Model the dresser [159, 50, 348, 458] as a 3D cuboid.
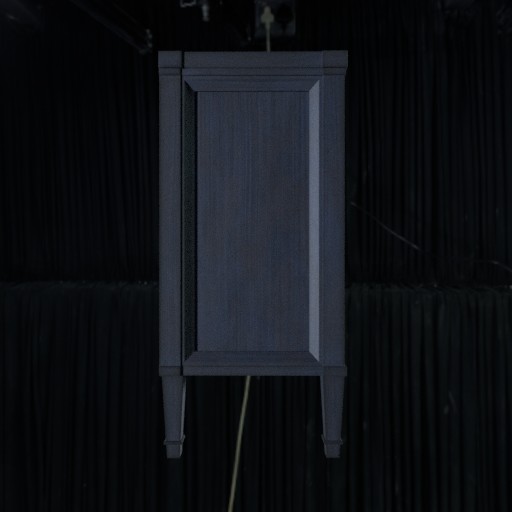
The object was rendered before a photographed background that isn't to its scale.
[{"bbox_3d":[0.000,0.000,1.588,0.463,0.986,1.049,0,0,0],"label":"dresser"}]
